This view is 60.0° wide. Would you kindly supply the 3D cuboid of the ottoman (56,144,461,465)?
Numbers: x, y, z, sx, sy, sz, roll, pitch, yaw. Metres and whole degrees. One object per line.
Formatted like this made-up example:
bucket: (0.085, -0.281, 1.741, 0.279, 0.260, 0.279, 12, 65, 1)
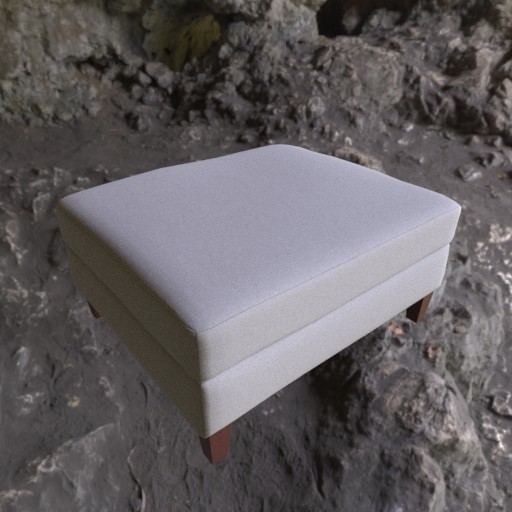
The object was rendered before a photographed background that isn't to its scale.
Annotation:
ottoman: (0.000, 0.000, 1.445, 0.976, 0.492, 0.836, -22, 37, -33)
